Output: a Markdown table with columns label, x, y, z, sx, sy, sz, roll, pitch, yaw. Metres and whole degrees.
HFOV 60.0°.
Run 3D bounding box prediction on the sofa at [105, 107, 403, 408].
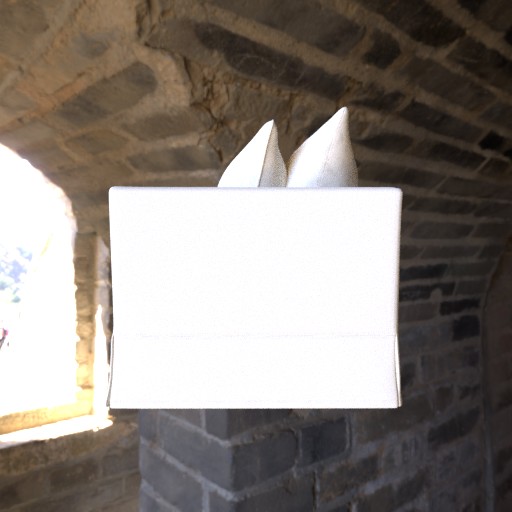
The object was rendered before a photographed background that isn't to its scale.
| label | x | y | z | sx | sy | sz | roll | pitch | yaw |
| --- | --- | --- | --- | --- | --- | --- | --- | --- | --- |
| sofa | 0.000 | 0.000 | 2.238 | 1.026 | 1.039 | 1.608 | 0 | -1 | 0 |
